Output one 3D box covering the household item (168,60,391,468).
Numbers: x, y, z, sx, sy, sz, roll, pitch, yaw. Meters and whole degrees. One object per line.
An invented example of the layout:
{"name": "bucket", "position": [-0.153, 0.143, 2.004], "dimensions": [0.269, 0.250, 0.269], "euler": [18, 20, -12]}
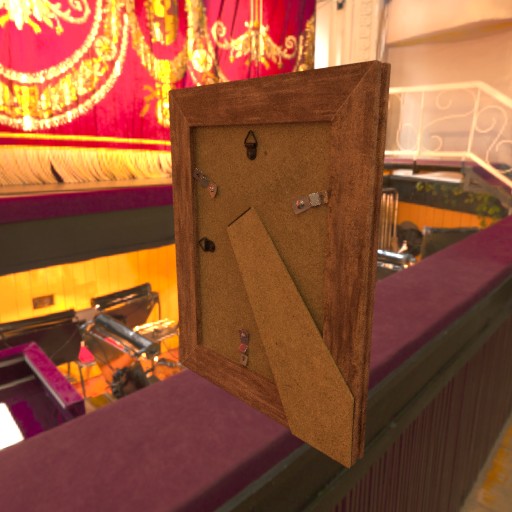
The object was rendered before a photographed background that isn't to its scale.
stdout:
{"name": "household item", "position": [0.000, 0.000, 0.318], "dimensions": [0.018, 0.237, 0.186], "euler": [-14, 20, -42]}
